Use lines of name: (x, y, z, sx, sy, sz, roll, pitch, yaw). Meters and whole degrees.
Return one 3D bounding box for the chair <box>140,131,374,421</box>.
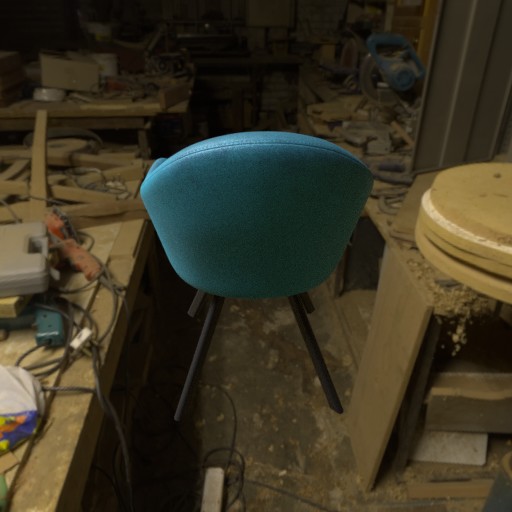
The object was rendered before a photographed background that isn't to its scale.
chair: (0.000, 0.000, 1.176, 0.540, 0.780, 0.570, -2, 30, -3)
